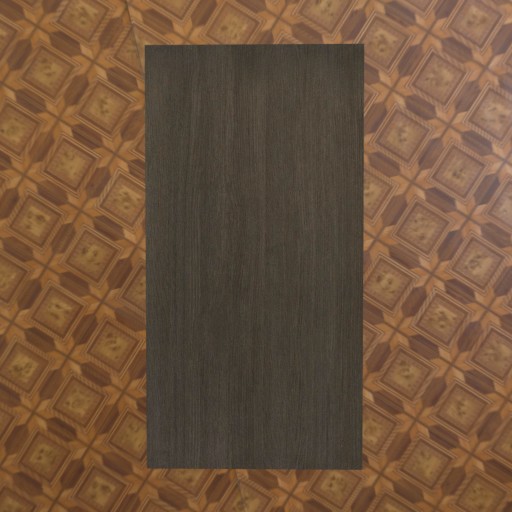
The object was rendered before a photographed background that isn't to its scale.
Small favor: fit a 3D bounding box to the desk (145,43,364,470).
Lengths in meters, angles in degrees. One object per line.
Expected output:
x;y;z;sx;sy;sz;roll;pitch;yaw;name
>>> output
0.000;0.000;1.504;0.560;0.730;1.096;0;91;1;desk
